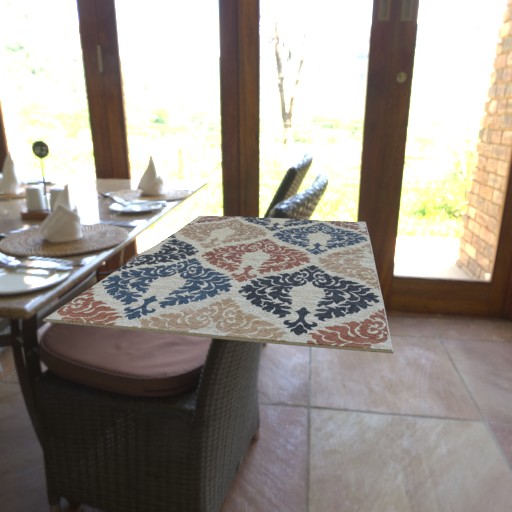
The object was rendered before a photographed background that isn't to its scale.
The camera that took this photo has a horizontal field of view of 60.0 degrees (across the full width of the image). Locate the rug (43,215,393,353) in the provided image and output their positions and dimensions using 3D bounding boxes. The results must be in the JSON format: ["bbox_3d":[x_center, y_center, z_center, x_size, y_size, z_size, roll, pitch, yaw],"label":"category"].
[{"bbox_3d":[0.000,0.000,2.901,1.514,0.014,2.275,3,18,10],"label":"rug"}]
